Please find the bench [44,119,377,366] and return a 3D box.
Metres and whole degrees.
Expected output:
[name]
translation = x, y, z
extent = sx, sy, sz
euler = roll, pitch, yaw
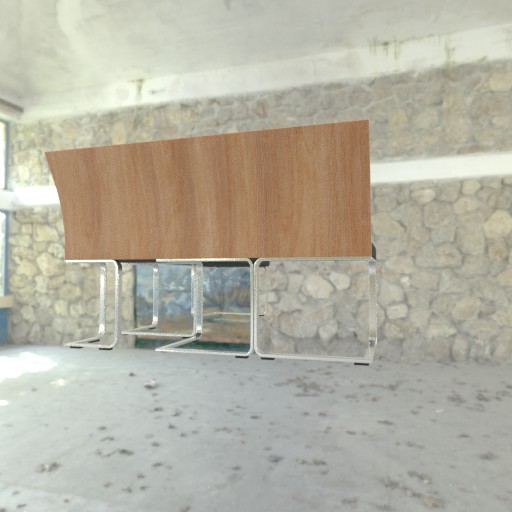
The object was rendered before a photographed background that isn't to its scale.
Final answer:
[bench]
translation = 0.000, 0.000, 2.786
extent = 1.495, 0.930, 1.945
euler = -1, -3, 17
